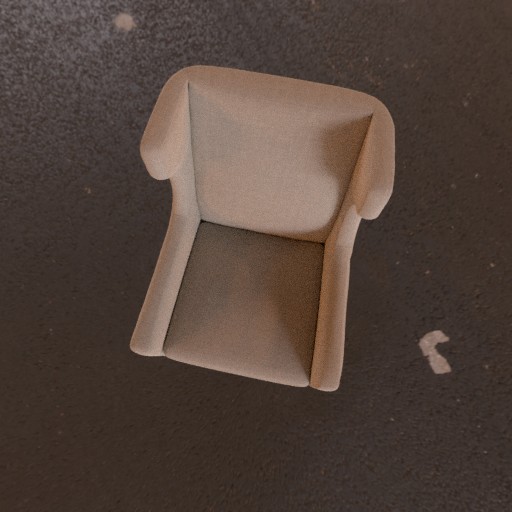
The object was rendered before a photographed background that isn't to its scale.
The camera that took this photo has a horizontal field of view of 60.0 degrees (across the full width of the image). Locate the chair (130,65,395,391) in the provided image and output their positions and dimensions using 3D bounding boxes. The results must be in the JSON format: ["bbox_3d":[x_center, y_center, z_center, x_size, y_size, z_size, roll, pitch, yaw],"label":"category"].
[{"bbox_3d":[0.000,0.000,1.700,0.778,1.079,0.899,11,77,3],"label":"chair"}]
